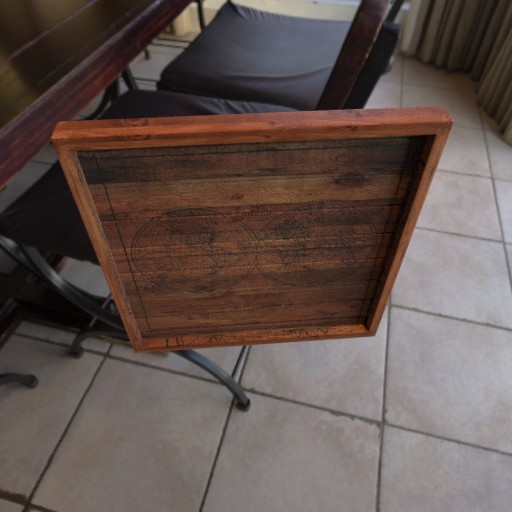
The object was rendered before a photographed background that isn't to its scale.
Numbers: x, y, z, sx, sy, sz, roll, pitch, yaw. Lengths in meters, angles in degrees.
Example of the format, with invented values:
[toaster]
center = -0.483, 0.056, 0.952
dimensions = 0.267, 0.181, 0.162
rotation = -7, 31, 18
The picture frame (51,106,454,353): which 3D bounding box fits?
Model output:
[picture frame]
center = 0.000, 0.000, 0.525
dimensions = 0.352, 0.356, 0.028
rotation = -3, 48, -3
